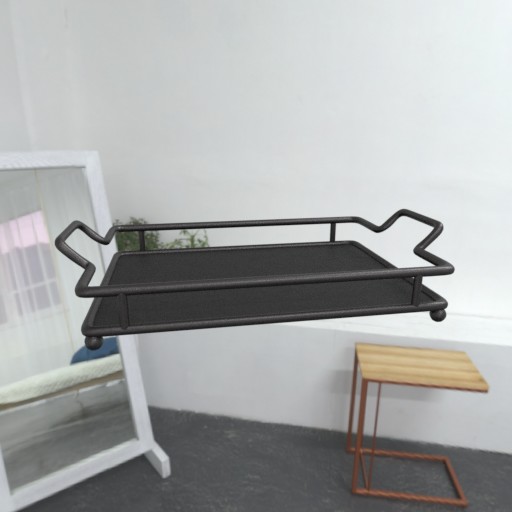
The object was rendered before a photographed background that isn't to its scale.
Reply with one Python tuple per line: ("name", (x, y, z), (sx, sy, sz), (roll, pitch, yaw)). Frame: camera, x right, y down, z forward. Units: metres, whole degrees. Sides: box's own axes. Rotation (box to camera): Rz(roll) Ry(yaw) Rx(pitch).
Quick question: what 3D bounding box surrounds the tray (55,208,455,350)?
("tray", (0.000, 0.000, 0.616), (0.495, 0.101, 0.297), (-3, 17, -10))
